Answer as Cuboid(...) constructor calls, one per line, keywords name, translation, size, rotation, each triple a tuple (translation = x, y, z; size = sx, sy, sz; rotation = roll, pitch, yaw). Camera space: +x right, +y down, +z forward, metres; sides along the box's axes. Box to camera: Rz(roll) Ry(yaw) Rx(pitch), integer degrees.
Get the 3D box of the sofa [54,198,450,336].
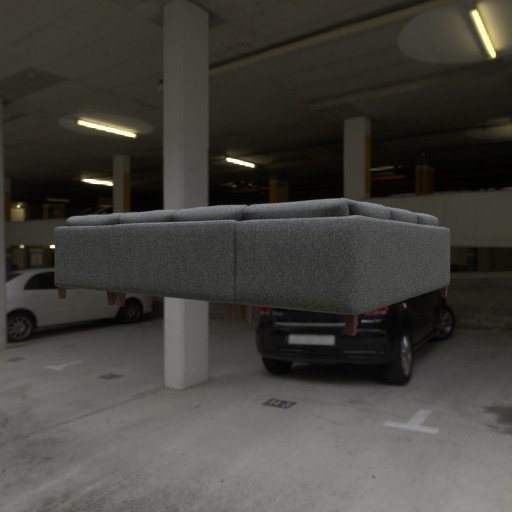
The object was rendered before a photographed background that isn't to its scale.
Cuboid(name="sofa", translation=(0.000, 0.000, 4.531), size=(3.238, 0.853, 2.551), rotation=(1, 2, 35))
